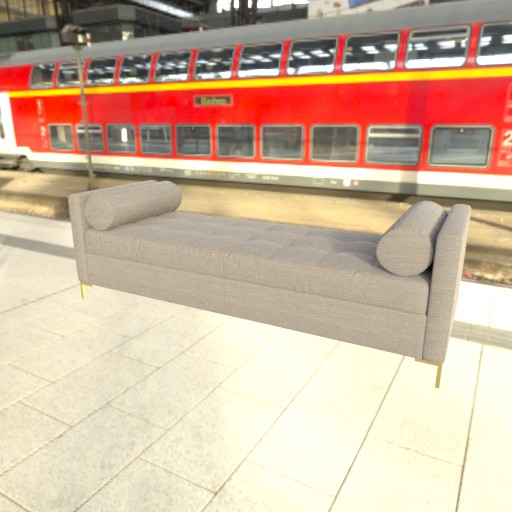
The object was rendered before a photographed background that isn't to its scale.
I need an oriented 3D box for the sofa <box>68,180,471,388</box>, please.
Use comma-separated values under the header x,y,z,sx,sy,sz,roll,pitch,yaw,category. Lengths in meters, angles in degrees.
x,y,z,sx,sy,sz,roll,pitch,yaw,category
0.000,0.000,2.360,1.981,0.635,0.686,9,19,26,sofa
